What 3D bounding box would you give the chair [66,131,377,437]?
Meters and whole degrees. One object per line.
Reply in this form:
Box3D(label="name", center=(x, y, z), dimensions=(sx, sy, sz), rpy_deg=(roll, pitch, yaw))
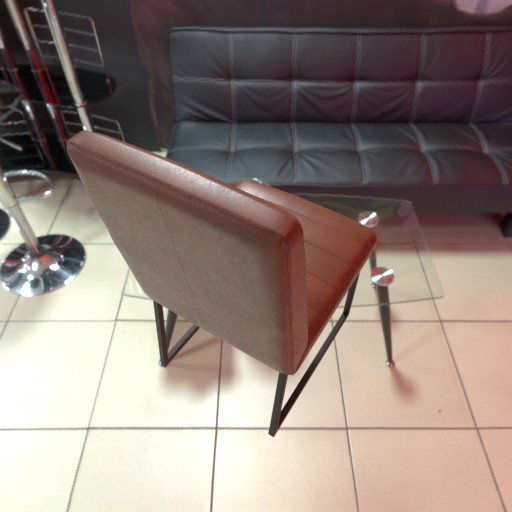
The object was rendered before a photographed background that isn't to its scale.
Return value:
Box3D(label="chair", center=(0.000, 0.000, 1.274), dimensions=(0.520, 0.930, 0.634), rpy_deg=(25, 52, 22))
